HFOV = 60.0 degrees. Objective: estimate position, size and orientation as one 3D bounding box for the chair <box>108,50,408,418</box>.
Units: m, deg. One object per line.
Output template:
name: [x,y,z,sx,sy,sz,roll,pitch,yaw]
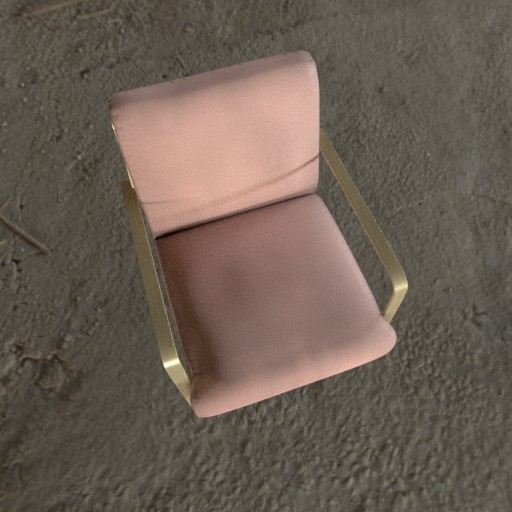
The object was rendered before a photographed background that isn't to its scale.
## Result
chair: [0.000,0.000,1.459,0.701,0.823,0.848,-17,66,-8]
